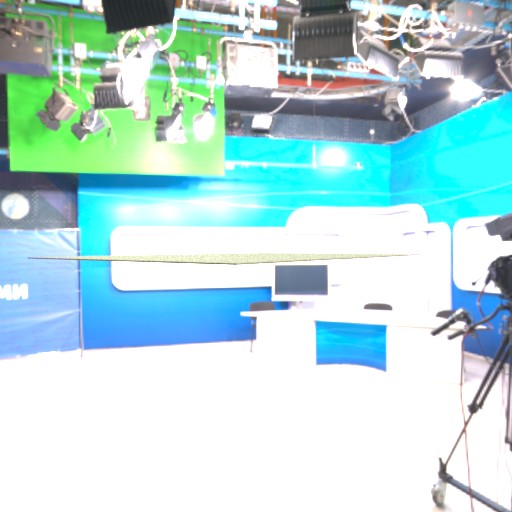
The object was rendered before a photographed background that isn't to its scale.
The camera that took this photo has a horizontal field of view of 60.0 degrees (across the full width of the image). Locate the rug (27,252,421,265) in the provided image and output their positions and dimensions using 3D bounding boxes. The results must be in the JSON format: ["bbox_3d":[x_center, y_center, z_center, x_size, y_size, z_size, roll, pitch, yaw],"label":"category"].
[{"bbox_3d":[0.000,0.000,2.253,1.143,0.006,1.747,1,2,36],"label":"rug"}]
